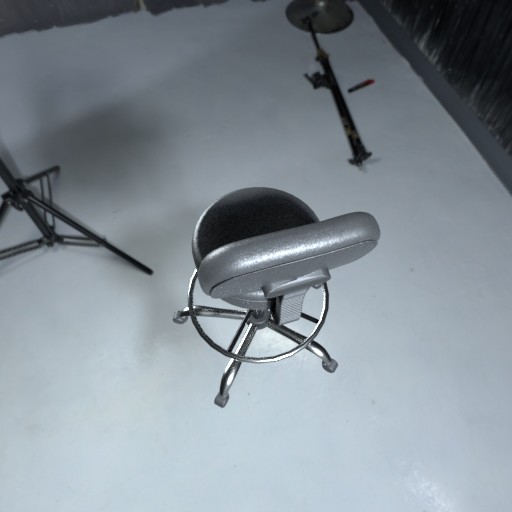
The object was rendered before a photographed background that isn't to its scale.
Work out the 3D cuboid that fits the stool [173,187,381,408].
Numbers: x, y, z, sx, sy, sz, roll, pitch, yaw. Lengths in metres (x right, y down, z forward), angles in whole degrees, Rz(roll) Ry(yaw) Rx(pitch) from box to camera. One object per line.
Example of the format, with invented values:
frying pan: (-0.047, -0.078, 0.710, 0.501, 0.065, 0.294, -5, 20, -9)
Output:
stool: (0.000, 0.000, 1.481, 0.694, 1.069, 0.658, -15, 60, -9)
